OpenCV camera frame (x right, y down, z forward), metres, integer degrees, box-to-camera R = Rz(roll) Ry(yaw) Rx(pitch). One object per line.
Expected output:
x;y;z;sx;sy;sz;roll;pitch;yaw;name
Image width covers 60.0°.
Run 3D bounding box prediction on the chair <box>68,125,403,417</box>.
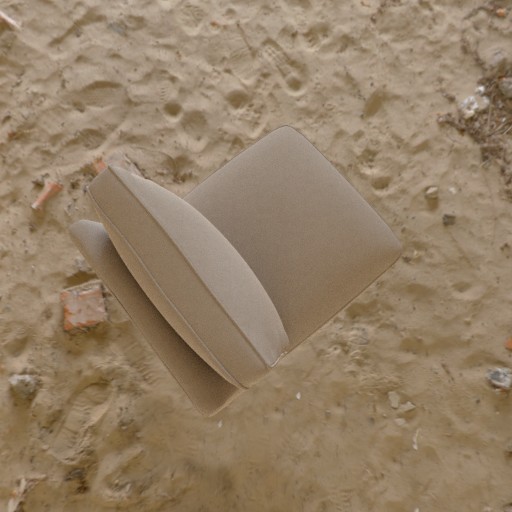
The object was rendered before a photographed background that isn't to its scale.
0.000;0.000;1.674;0.912;1.052;0.724;-38;78;-9;chair
